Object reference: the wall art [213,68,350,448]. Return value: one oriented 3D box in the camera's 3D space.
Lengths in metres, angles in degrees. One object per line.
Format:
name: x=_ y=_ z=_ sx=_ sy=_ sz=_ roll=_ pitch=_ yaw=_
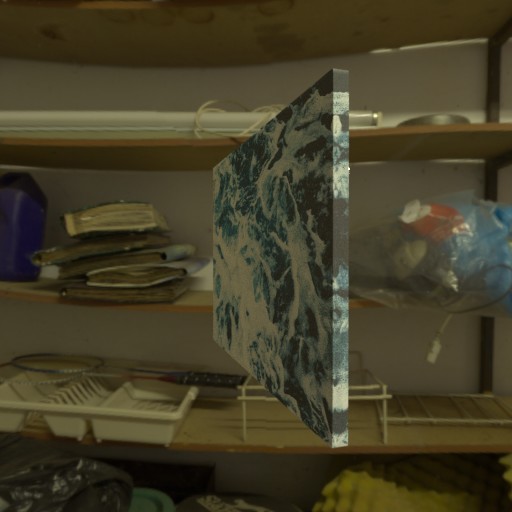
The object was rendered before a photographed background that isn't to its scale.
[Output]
wall art: x=0.000 y=0.000 z=1.913 sx=0.055 sy=1.017 sz=1.524 roll=0 pitch=1 yaw=-18
